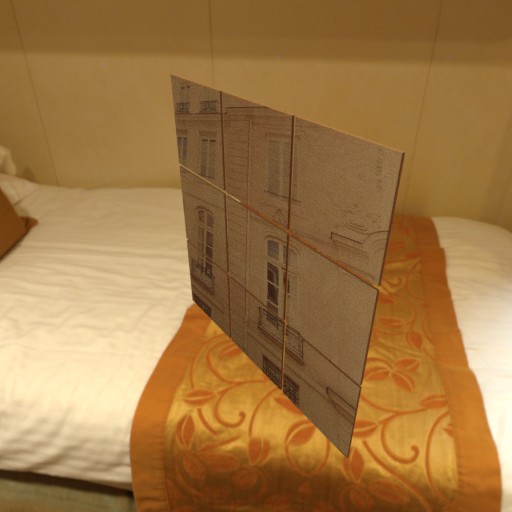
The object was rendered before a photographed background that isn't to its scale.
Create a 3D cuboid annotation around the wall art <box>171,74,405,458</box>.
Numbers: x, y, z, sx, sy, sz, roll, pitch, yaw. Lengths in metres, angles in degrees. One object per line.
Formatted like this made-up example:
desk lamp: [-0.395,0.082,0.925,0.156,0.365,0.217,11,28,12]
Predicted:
wall art: [0.000,0.000,2.258,0.023,1.522,1.526,-21,38,-30]
